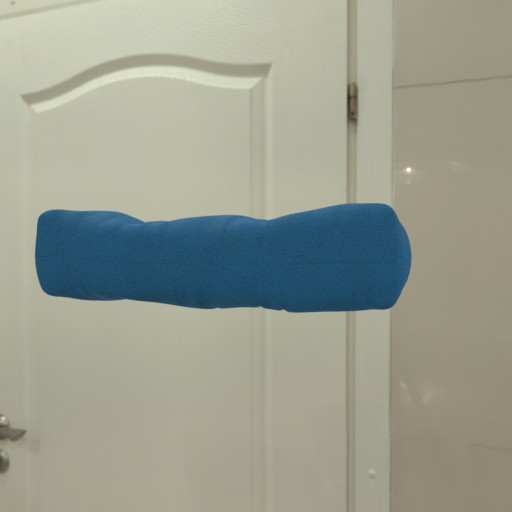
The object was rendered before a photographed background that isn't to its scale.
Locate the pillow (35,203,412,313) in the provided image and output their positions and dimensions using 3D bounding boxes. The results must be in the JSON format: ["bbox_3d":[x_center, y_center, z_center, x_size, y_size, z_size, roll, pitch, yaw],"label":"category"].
[{"bbox_3d":[0.000,0.000,0.725,0.468,0.128,0.490,0,1,17],"label":"pillow"}]
